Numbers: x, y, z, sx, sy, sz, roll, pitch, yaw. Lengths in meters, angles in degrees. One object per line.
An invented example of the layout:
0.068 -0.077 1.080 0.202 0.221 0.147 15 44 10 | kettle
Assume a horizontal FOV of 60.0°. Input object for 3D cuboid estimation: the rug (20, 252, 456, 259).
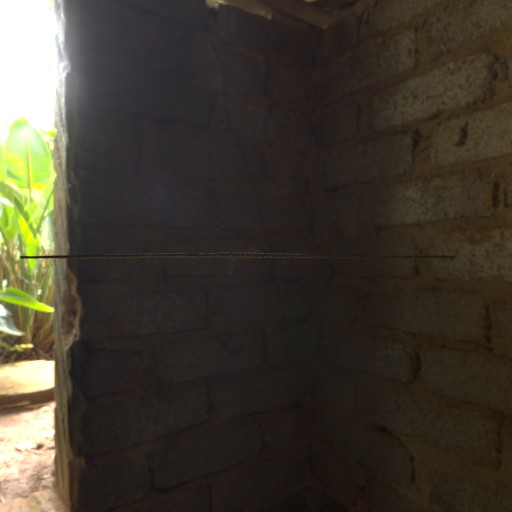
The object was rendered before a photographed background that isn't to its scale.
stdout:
0.000 0.000 4.190 3.202 0.045 2.434 0 0 18 | rug
